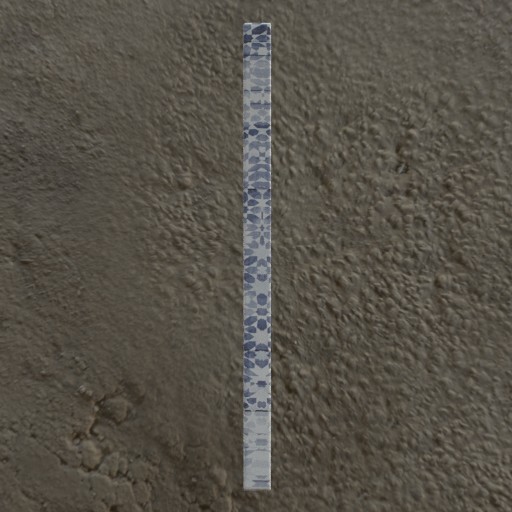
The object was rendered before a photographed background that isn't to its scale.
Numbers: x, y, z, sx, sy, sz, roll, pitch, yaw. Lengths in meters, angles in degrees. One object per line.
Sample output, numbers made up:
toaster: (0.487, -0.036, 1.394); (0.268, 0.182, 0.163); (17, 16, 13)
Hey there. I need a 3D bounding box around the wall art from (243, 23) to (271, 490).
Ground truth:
wall art: (0.000, 0.000, 1.164); (0.057, 0.608, 0.911); (0, 91, 0)
